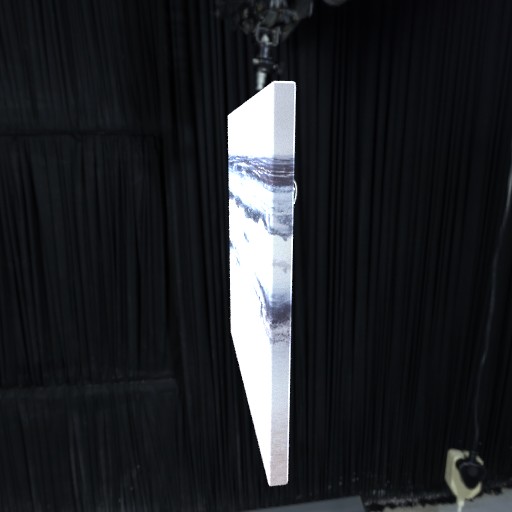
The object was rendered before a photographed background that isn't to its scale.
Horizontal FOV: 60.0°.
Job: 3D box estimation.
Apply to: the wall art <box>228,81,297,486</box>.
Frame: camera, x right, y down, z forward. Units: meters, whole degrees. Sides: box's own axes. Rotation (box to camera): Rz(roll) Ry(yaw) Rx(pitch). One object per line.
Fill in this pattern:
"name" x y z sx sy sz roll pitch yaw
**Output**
"wall art" 0.000 0.000 1.146 0.065 0.747 0.755 -2 14 -9
